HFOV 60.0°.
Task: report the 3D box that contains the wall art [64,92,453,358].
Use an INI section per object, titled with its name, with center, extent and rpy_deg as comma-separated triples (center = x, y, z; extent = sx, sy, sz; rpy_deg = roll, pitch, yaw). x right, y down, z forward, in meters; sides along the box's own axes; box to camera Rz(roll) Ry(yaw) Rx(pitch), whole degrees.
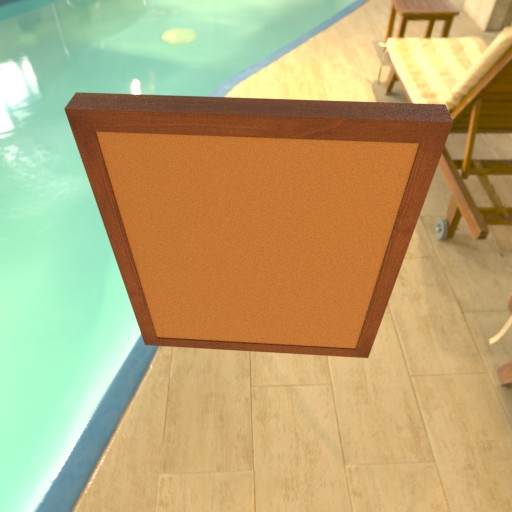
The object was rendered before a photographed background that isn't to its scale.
[wall art]
center = 0.000, 0.000, 0.525
extent = 0.330, 0.381, 0.030
rpy_deg = 3, 47, 3
